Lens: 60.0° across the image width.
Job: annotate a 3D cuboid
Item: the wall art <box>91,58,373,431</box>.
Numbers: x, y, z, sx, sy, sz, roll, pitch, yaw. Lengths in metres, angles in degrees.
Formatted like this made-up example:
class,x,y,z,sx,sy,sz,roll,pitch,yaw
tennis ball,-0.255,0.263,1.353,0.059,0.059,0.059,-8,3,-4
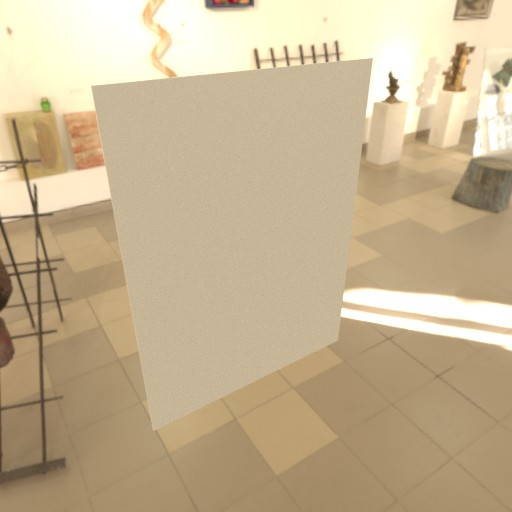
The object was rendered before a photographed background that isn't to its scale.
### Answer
class,x,y,z,sx,sy,sz,roll,pitch,yaw
wall art,0.000,0.000,0.778,0.457,0.609,0.003,-18,35,-28
